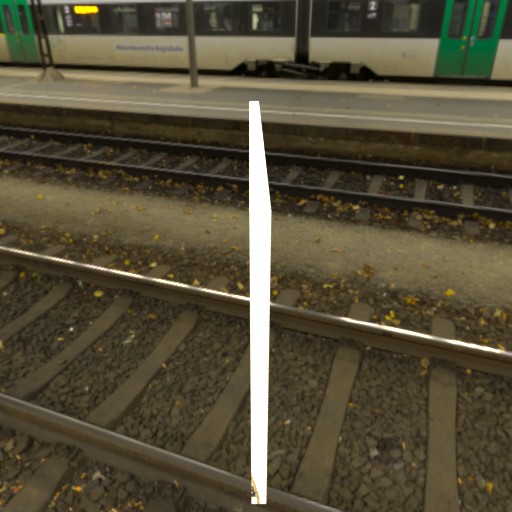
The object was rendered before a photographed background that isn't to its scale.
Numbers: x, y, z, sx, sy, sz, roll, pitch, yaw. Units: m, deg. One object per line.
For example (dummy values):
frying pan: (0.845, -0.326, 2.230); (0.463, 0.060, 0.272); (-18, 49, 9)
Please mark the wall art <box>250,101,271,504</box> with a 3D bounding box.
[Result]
wall art: (0.000, 0.000, 1.410); (0.038, 0.767, 1.144); (0, 28, -1)
